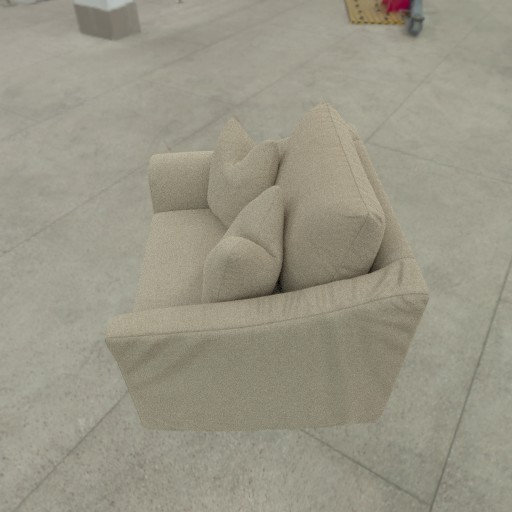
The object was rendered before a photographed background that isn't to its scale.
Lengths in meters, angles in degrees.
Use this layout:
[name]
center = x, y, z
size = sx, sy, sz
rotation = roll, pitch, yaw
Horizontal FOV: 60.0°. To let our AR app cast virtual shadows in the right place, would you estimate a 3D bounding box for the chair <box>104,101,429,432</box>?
[chair]
center = 0.000, 0.000, 2.021
size = 1.071, 1.093, 1.194
rotation = -2, 43, -2
